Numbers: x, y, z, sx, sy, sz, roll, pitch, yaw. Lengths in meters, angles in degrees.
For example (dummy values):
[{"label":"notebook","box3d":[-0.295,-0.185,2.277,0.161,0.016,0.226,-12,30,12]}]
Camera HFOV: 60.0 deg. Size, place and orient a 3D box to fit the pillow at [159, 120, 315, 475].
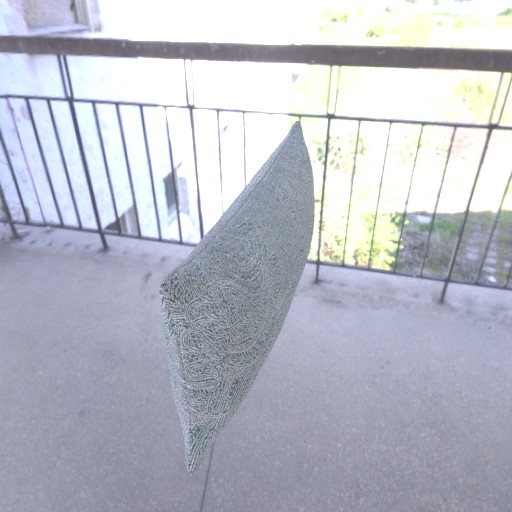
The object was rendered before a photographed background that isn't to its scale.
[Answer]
[{"label":"pillow","box3d":[0.000,0.000,0.729,0.151,0.295,0.615,9,32,14]}]
